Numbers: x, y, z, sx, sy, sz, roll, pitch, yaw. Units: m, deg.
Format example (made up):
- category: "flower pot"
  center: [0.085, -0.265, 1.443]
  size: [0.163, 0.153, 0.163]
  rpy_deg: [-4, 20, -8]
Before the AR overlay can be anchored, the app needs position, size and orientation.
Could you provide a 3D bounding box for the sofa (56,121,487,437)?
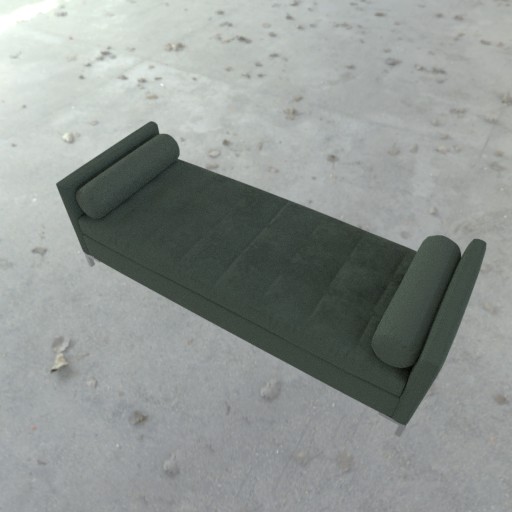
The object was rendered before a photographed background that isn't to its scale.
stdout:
- category: "sofa"
  center: [0.000, 0.000, 2.454]
  size: [2.102, 0.657, 0.797]
  rpy_deg: [24, 51, 21]
